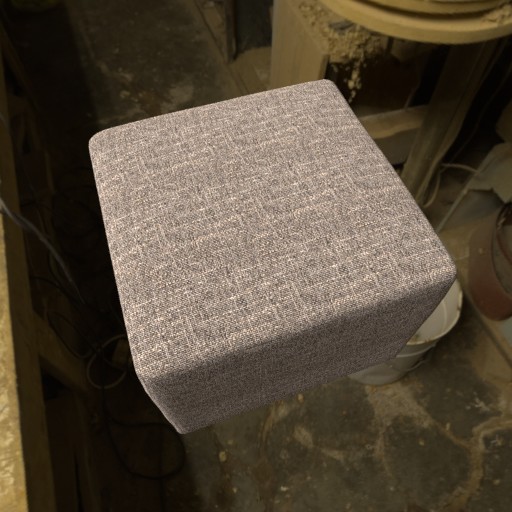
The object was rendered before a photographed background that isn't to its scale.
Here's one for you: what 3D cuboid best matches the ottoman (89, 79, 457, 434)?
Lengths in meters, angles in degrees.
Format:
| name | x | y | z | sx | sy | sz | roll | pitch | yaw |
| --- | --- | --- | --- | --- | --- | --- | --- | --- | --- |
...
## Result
| name | x | y | z | sx | sy | sz | roll | pitch | yaw |
| --- | --- | --- | --- | --- | --- | --- | --- | --- | --- |
| ottoman | 0.000 | 0.000 | 0.924 | 0.521 | 0.453 | 0.512 | -17 | 60 | -10 |
